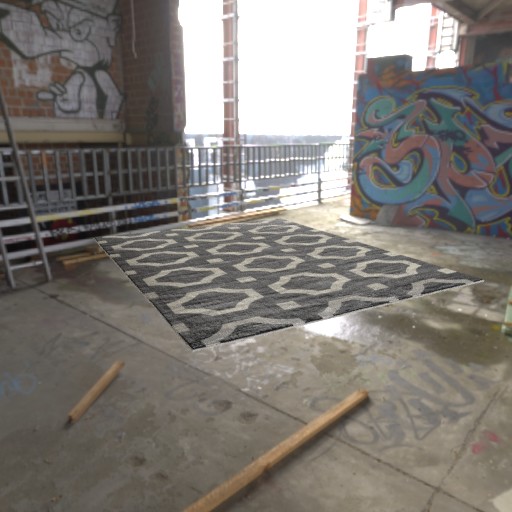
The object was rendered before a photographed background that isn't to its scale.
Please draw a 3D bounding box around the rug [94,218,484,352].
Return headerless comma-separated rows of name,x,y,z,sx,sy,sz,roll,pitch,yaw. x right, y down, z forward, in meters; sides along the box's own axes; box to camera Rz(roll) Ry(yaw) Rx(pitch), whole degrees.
rug,0.000,0.000,4.235,2.466,0.021,3.049,-8,17,-28
